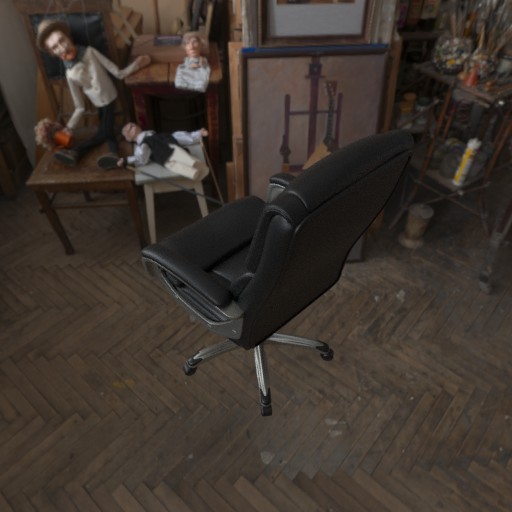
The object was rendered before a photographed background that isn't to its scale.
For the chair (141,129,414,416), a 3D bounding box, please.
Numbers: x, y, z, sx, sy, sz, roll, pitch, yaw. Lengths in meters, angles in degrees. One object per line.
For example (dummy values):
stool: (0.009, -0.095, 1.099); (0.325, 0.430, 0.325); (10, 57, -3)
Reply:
chair: (0.000, 0.000, 1.593); (0.663, 1.155, 0.739); (-34, 55, -28)
